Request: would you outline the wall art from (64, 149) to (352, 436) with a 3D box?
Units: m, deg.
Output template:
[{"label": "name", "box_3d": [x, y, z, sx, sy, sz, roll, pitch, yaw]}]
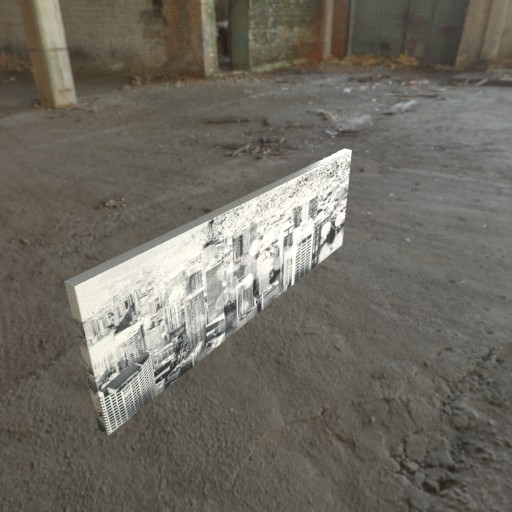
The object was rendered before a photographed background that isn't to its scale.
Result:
[{"label": "wall art", "box_3d": [0.000, 0.000, 1.714, 0.044, 0.507, 1.520, 19, 33, 31]}]
